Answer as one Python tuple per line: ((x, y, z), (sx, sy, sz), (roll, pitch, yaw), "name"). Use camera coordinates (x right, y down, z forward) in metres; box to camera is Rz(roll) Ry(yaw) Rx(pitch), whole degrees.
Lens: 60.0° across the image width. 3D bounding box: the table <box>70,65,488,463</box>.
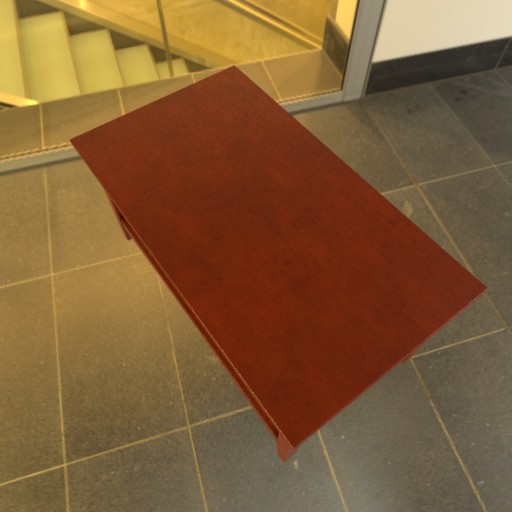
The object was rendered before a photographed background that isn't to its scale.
((0.000, 0.000, 1.247), (0.533, 0.456, 0.943), (-32, 64, -18), "table")
